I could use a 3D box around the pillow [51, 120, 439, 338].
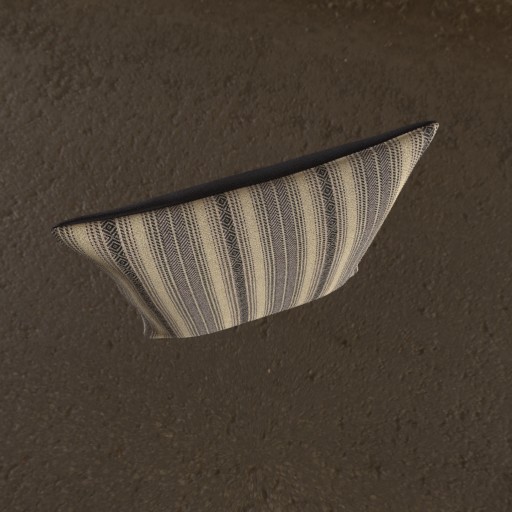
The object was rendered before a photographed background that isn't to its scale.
[{"bbox_3d":[0.000,0.000,0.791,0.520,0.508,0.166,-17,68,-7],"label":"pillow"}]
